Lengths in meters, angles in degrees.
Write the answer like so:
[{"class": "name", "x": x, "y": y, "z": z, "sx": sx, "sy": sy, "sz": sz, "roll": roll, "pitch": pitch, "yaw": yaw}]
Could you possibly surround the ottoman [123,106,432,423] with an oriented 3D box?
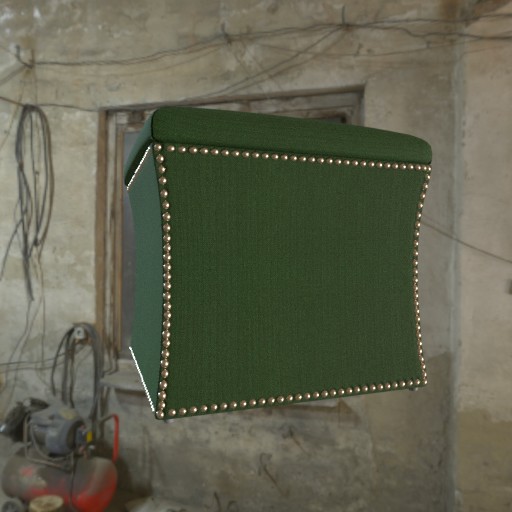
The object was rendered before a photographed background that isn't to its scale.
[{"class": "ottoman", "x": 0.000, "y": 0.000, "z": 0.915, "sx": 0.507, "sy": 0.475, "sz": 0.497, "roll": 0, "pitch": 1, "yaw": -20}]
